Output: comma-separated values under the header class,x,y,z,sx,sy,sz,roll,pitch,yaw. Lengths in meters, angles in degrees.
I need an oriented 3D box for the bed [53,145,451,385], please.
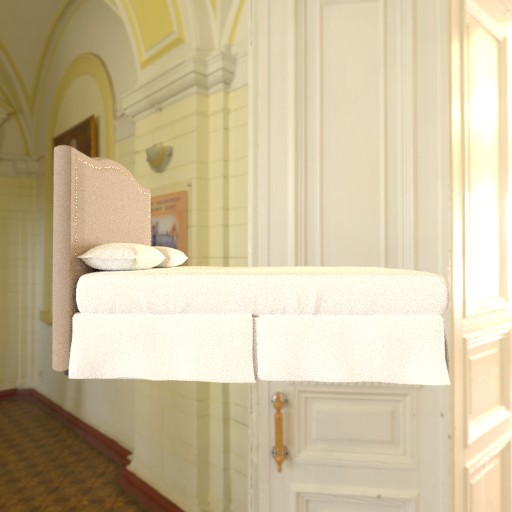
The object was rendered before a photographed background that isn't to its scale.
class,x,y,z,sx,sy,sz,roll,pitch,yaw
bed,0.000,0.000,3.358,2.282,1.436,1.821,0,0,2
